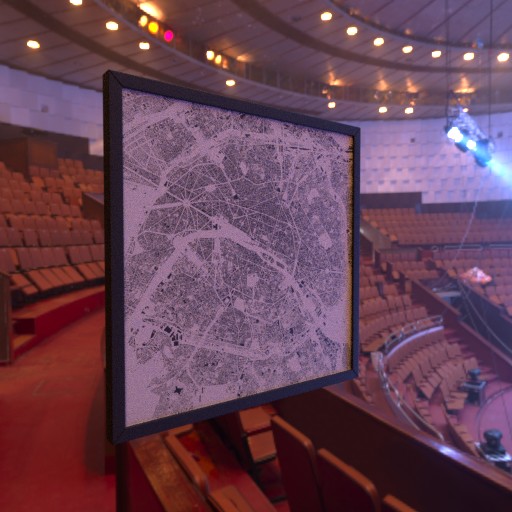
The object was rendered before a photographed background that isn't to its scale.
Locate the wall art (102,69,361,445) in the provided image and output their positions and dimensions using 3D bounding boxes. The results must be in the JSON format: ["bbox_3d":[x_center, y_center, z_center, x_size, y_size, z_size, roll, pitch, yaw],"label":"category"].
[{"bbox_3d":[0.000,0.000,1.139,0.763,0.763,0.037,-1,2,-37],"label":"wall art"}]
